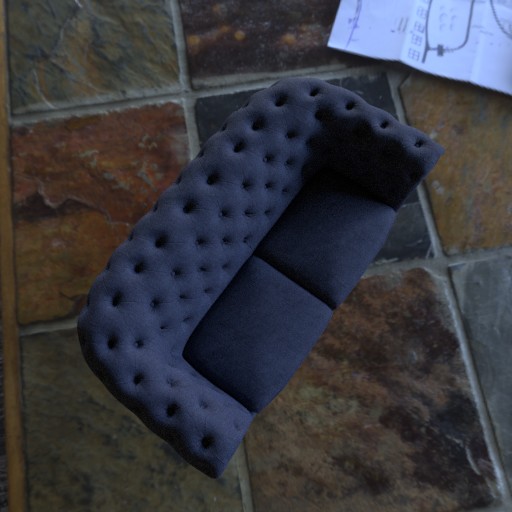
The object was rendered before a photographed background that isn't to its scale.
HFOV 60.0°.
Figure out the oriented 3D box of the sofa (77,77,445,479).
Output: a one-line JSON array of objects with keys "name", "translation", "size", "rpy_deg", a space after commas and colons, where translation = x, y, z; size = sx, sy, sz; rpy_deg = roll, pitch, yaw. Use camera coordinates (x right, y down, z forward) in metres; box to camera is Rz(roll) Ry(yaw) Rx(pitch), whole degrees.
[{"name": "sofa", "translation": [0.000, 0.000, 2.482], "size": [1.082, 0.833, 1.988], "rpy_deg": [35, 78, 9]}]
